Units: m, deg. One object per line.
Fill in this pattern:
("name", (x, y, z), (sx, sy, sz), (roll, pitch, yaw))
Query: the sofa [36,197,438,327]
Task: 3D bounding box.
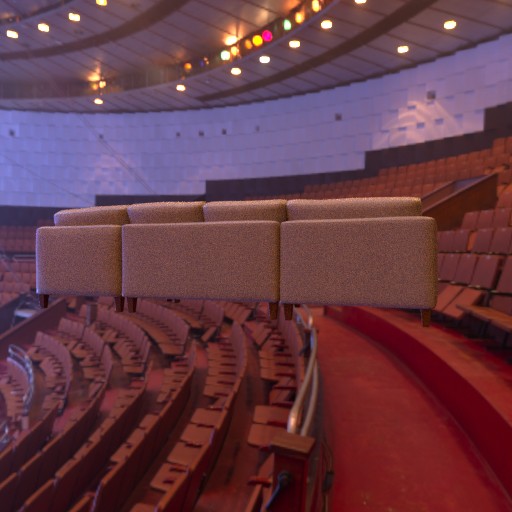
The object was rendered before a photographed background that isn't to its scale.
("sofa", (0.000, 0.000, 4.742), (3.460, 0.961, 2.594), (0, 0, 18))
